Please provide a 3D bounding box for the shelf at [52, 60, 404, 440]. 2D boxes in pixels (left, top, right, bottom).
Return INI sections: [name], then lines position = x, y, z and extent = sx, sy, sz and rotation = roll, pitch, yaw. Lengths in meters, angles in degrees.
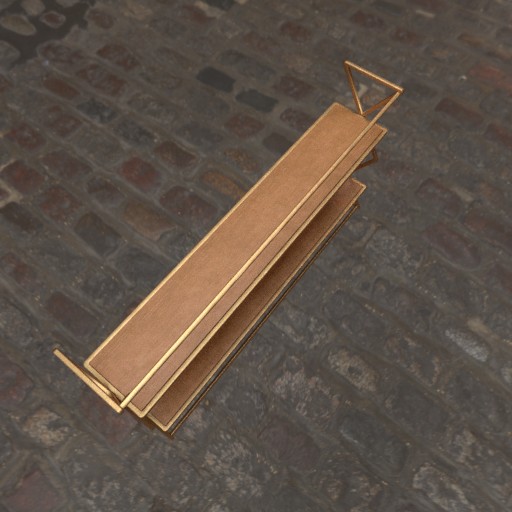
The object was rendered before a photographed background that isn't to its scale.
[shelf]
position = 0.000, 0.000, 1.002
extent = 0.150, 0.450, 0.822
rotation = 35, 68, 16
